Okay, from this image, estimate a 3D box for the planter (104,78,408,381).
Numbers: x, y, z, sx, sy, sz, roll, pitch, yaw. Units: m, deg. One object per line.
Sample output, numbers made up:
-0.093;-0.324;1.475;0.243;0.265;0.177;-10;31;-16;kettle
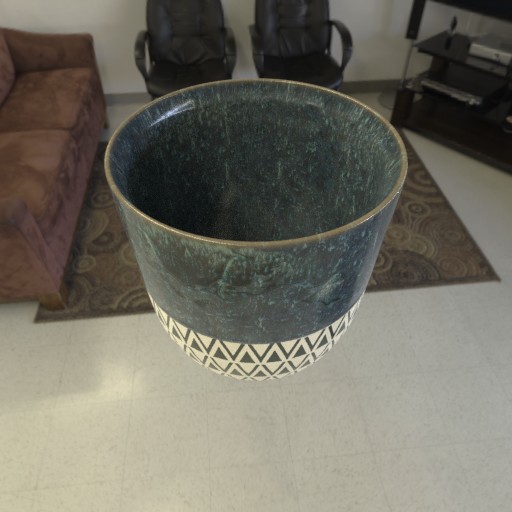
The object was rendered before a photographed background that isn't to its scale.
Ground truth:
0.000;0.000;0.368;0.195;0.214;0.195;0;46;0;planter
